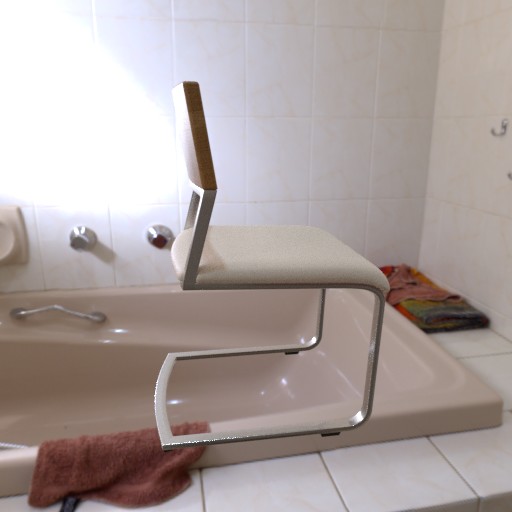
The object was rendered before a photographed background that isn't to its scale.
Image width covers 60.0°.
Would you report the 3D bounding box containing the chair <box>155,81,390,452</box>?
[{"bbox_3d":[0.000,0.000,1.210,0.585,0.844,0.467,-2,16,-8],"label":"chair"}]
